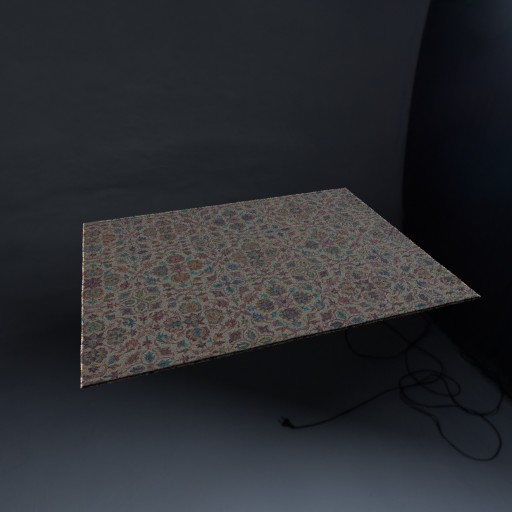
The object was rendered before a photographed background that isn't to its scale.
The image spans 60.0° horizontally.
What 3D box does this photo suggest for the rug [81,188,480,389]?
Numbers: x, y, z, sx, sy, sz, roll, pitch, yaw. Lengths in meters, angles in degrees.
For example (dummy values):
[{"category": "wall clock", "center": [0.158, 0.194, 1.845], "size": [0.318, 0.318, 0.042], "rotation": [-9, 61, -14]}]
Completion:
[{"category": "rug", "center": [0.000, 0.000, 4.318], "size": [3.215, 0.020, 2.446], "rotation": [-10, 33, -15]}]
